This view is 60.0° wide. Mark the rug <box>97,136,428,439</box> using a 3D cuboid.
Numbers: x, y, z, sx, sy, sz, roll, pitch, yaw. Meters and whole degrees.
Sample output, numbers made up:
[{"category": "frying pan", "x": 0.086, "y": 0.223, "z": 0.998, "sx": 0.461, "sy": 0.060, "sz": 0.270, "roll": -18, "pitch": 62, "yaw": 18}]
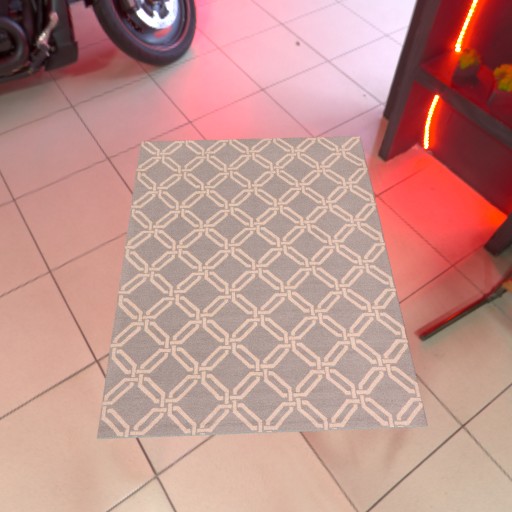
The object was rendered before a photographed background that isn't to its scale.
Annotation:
[{"category": "rug", "x": 0.000, "y": 0.000, "z": 3.834, "sx": 2.288, "sy": 0.018, "sz": 2.895, "roll": -2, "pitch": 57, "yaw": -1}]
